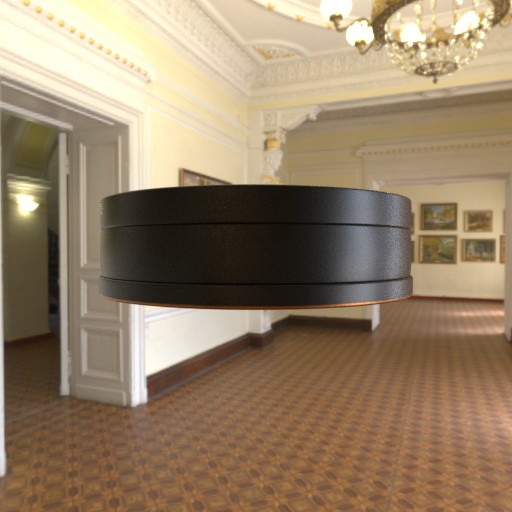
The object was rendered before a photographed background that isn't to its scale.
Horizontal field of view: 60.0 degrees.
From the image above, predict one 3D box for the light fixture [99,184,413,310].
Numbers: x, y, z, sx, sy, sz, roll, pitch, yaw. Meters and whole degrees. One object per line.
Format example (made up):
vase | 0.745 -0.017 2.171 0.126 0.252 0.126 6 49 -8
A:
light fixture | 0.000 0.000 0.424 0.283 0.097 0.283 0 1 0
